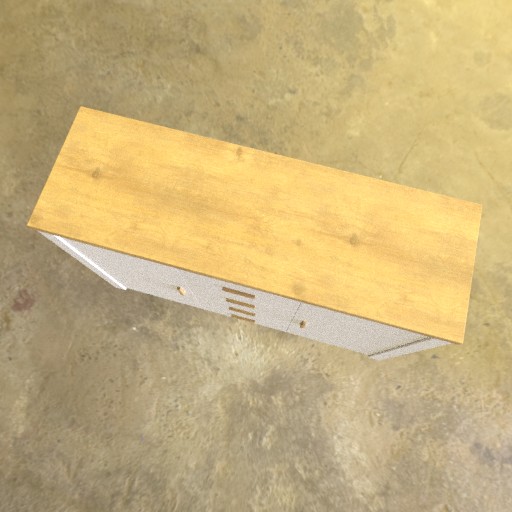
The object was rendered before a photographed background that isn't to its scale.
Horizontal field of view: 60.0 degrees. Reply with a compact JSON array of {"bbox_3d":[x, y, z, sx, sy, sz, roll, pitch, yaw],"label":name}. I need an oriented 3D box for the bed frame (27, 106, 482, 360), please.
[{"bbox_3d":[0.000,0.000,1.735,1.300,0.850,0.430,15,74,4],"label":"bed frame"}]
